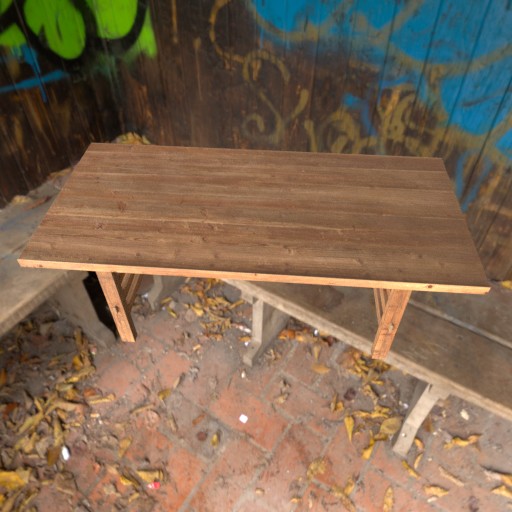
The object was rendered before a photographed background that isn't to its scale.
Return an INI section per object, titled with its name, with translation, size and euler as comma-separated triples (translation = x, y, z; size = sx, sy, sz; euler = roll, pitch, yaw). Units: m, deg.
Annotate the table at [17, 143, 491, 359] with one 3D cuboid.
[table]
translation = 0.000, 0.000, 2.468
size = 2.003, 0.760, 0.952
euler = 3, 46, 3
